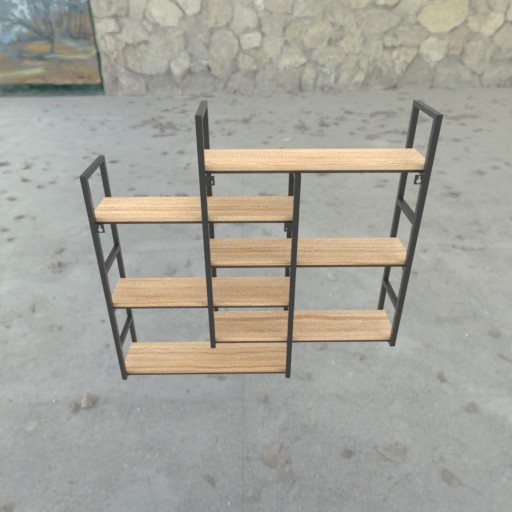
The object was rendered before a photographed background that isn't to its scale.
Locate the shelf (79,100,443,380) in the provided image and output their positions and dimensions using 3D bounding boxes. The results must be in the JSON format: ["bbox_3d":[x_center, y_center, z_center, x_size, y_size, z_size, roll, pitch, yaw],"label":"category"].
[{"bbox_3d":[0.000,0.000,1.417,0.946,0.921,0.183,0,30,-1],"label":"shelf"}]
